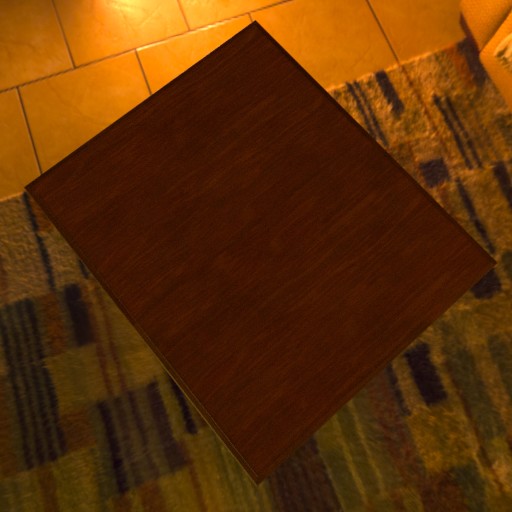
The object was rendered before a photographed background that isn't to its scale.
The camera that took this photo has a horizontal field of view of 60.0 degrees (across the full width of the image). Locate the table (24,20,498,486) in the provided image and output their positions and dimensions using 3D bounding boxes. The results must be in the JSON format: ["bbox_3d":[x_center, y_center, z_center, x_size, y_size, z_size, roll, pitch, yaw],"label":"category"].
[{"bbox_3d":[0.000,0.000,1.559,0.838,0.761,0.991,-40,80,-9],"label":"table"}]
